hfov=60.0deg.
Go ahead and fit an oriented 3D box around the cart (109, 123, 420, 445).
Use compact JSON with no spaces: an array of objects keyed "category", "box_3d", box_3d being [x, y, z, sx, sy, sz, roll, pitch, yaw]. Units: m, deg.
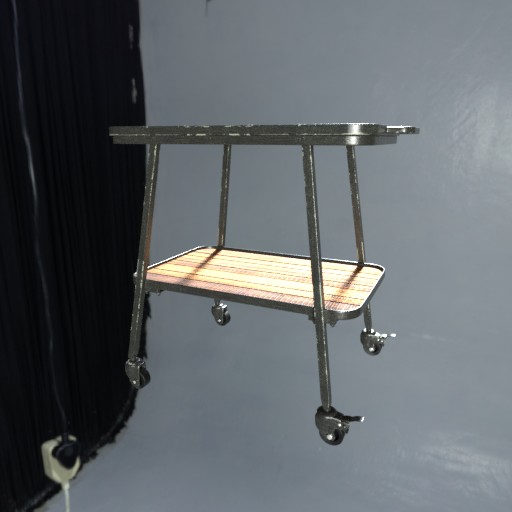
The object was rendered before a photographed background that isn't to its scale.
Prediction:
[{"category":"cart","box_3d":[0.000,0.000,1.254,0.806,0.700,0.515,7,16,24]}]
